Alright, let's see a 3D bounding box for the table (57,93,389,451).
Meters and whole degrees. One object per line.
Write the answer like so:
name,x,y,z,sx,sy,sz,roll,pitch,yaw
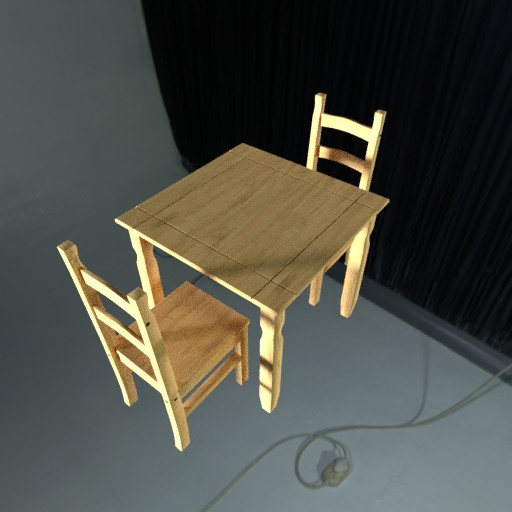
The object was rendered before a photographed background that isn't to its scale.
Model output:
table,0.000,0.000,2.019,0.813,0.942,1.501,28,49,27
